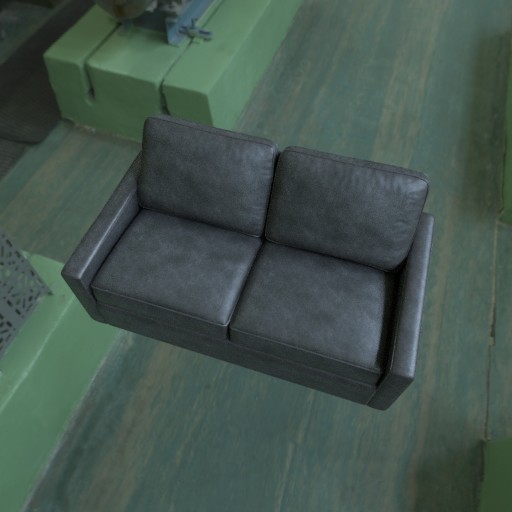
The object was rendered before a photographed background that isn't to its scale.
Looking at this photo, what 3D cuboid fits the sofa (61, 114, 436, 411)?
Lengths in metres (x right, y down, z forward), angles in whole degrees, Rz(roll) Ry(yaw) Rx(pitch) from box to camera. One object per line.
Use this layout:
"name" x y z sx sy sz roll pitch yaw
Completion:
"sofa" 0.000 0.000 2.340 1.732 0.916 0.939 15 58 10
